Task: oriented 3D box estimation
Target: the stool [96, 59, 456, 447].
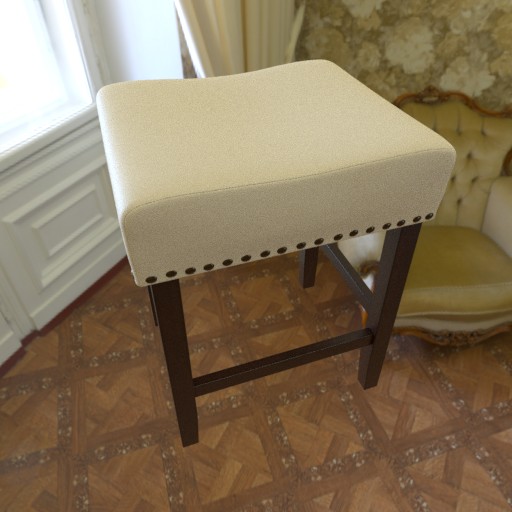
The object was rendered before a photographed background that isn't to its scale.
[{"bbox_3d":[0.000,0.000,0.887,0.471,0.609,0.401,-13,43,-14],"label":"stool"}]
